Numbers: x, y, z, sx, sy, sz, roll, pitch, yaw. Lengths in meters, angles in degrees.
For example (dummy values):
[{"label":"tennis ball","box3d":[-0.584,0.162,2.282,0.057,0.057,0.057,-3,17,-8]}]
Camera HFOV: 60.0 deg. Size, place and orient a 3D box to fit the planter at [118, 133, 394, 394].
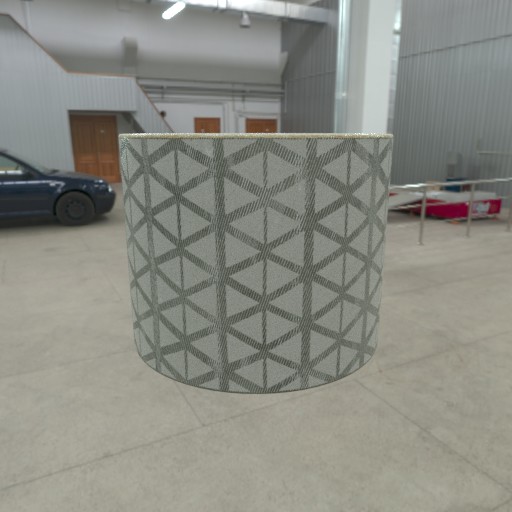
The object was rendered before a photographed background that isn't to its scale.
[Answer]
[{"label":"planter","box3d":[0.000,0.000,0.451,0.250,0.239,0.250,0,15,0]}]
